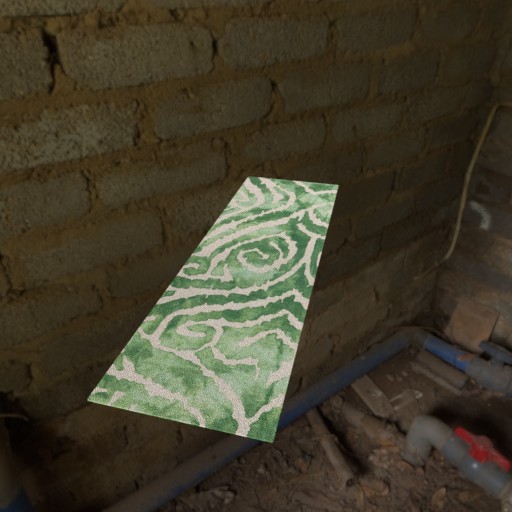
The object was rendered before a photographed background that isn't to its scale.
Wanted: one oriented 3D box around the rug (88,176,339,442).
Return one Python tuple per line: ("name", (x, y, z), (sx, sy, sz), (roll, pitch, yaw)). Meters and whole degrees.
("rug", (0.000, 0.000, 2.686), (0.761, 0.006, 2.438), (8, 33, 12))
